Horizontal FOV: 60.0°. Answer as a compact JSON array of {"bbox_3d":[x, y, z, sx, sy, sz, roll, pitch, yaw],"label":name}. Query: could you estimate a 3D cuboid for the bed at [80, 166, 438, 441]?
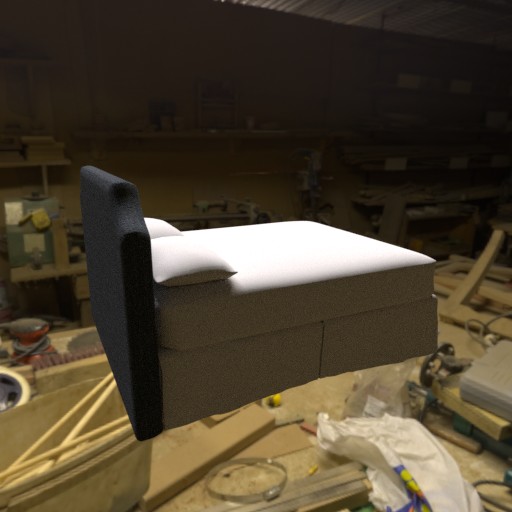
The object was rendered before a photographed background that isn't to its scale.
[{"bbox_3d":[0.000,0.000,3.285,2.208,1.297,1.828,-7,17,-25],"label":"bed"}]
